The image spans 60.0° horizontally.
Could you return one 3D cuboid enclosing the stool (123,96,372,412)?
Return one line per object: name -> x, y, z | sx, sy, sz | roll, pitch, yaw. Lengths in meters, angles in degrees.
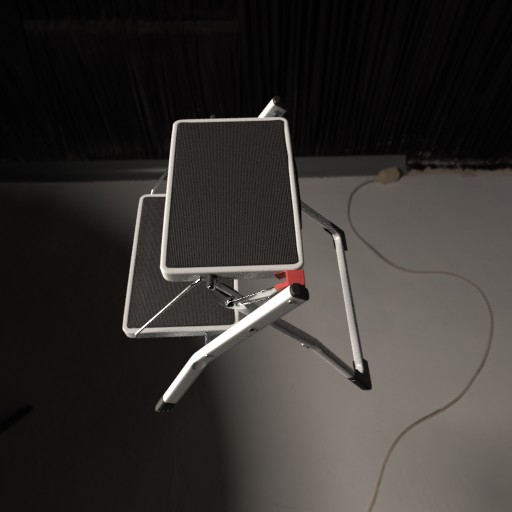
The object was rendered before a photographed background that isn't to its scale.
stool -> 0.000, 0.000, 0.886 | 0.490, 0.445, 0.485 | -2, 57, -1
